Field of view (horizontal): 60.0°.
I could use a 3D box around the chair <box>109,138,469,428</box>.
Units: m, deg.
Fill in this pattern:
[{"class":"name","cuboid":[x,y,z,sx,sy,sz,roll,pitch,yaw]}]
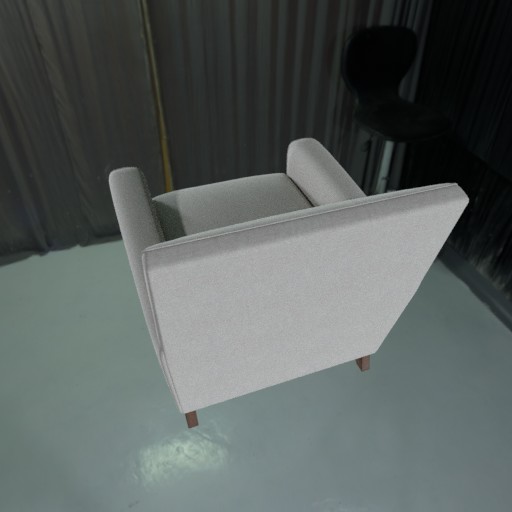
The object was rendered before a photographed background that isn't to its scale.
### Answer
[{"class":"chair","cuboid":[0.000,0.000,1.520,0.840,0.846,0.871,-13,41,-15]}]
